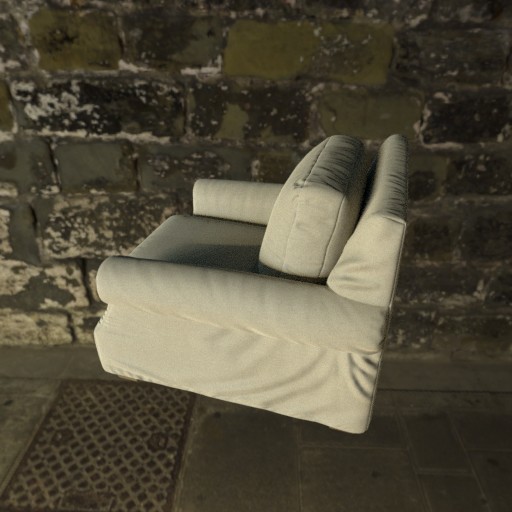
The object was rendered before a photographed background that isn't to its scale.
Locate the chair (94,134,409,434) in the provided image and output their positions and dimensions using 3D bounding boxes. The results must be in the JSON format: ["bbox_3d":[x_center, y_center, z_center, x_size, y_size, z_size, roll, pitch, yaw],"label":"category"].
[{"bbox_3d":[0.000,0.000,1.744,1.066,0.866,0.940,9,32,14],"label":"chair"}]
